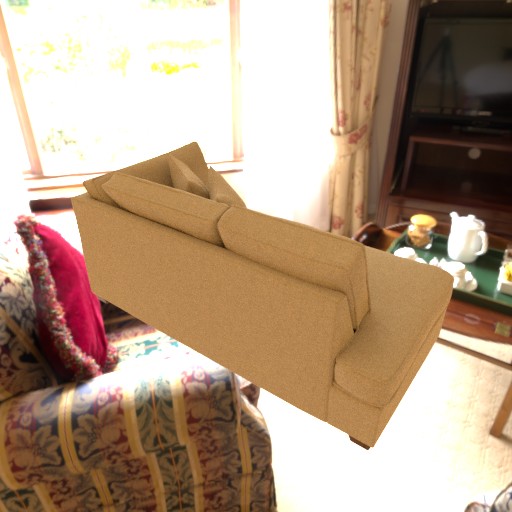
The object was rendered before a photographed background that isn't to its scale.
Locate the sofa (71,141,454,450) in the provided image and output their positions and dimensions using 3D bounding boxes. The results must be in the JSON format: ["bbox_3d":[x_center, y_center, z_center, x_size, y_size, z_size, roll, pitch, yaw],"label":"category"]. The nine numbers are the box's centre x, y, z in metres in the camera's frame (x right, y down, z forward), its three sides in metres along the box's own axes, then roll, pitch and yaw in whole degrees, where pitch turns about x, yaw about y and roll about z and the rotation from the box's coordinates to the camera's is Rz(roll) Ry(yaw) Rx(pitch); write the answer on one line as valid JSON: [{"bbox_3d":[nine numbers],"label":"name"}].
[{"bbox_3d":[0.000,0.000,2.839,2.237,1.033,1.110,20,36,31],"label":"sofa"}]
